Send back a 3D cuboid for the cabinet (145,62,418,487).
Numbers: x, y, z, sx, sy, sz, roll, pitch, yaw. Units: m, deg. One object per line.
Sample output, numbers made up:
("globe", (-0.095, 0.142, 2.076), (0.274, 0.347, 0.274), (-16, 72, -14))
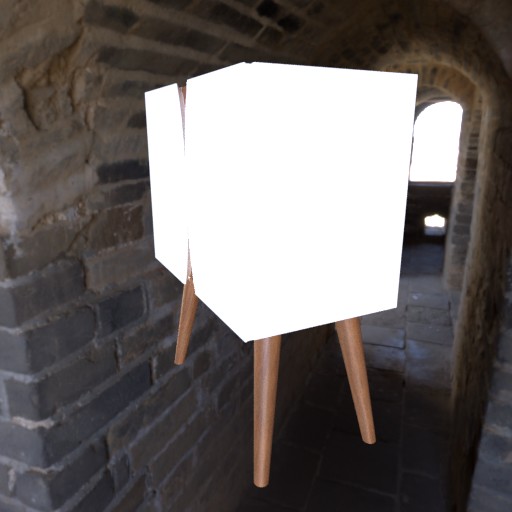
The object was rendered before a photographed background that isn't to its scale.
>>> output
("cabinet", (0.000, 0.000, 1.066), (0.344, 0.772, 0.591), (-8, 18, -26))
